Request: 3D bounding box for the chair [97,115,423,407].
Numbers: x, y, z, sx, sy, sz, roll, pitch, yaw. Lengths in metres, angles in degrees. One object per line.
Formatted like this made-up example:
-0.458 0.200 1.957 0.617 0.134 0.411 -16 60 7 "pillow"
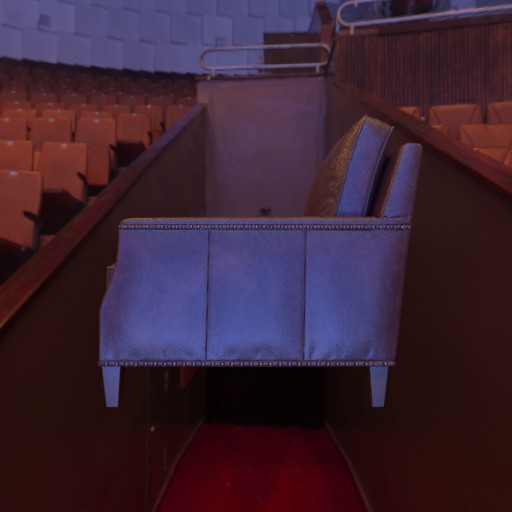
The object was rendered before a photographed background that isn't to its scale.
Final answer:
0.000 0.000 1.756 1.014 0.929 0.853 0 0 0 "chair"
